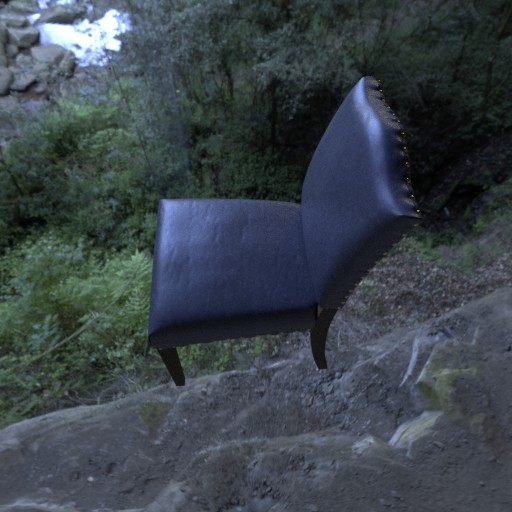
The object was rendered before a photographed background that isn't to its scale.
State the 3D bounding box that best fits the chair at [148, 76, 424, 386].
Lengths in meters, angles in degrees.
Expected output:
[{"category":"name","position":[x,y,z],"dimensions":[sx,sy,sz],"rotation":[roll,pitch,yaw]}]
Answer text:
[{"category":"chair","position":[0.000,0.000,1.341],"dimensions":[0.633,0.991,0.500],"rotation":[-2,58,-1]}]
